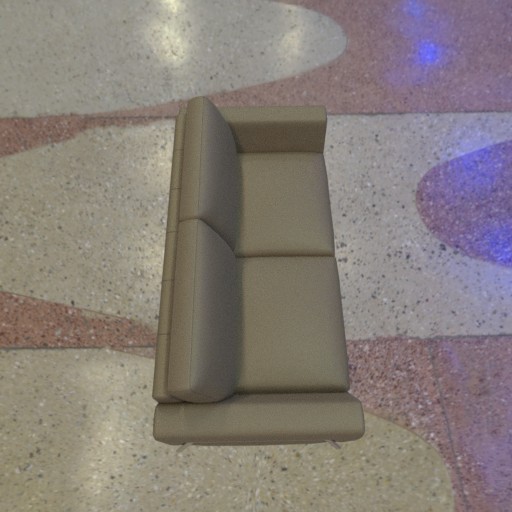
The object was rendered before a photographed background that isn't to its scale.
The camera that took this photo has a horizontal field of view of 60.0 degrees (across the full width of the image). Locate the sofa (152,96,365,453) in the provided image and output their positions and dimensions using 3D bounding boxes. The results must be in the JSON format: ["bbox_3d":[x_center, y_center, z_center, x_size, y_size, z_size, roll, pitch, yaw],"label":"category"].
[{"bbox_3d":[0.000,0.000,2.564,0.953,0.875,2.017,-1,63,0],"label":"sofa"}]
